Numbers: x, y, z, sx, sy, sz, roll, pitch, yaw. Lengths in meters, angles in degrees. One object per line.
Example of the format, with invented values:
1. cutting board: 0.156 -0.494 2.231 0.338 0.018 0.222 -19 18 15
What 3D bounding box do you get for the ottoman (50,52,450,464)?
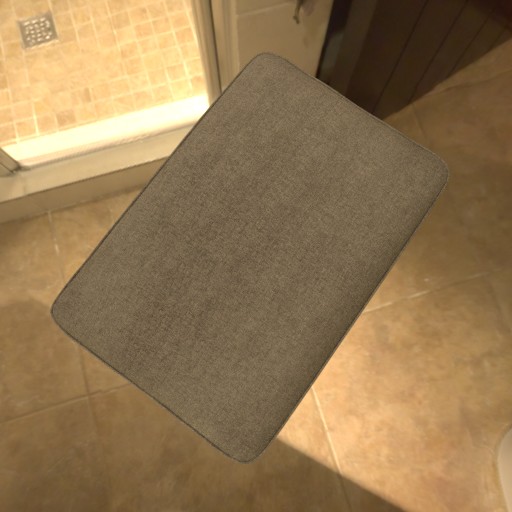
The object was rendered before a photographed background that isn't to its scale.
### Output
1. ottoman: 0.000 0.000 1.134 0.561 0.457 0.813 35 80 8
